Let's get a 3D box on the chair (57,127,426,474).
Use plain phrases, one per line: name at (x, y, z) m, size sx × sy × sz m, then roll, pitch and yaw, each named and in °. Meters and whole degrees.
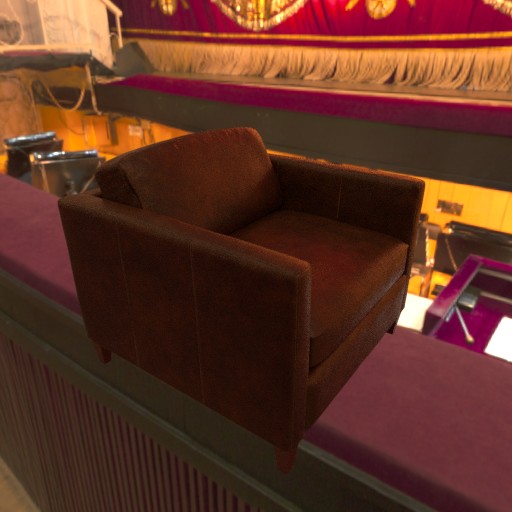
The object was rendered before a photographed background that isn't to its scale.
chair at (0.000, 0.000, 1.726) m, size 0.975 × 0.864 × 0.990 m, roll 17°, pitch 31°, yaw 32°
